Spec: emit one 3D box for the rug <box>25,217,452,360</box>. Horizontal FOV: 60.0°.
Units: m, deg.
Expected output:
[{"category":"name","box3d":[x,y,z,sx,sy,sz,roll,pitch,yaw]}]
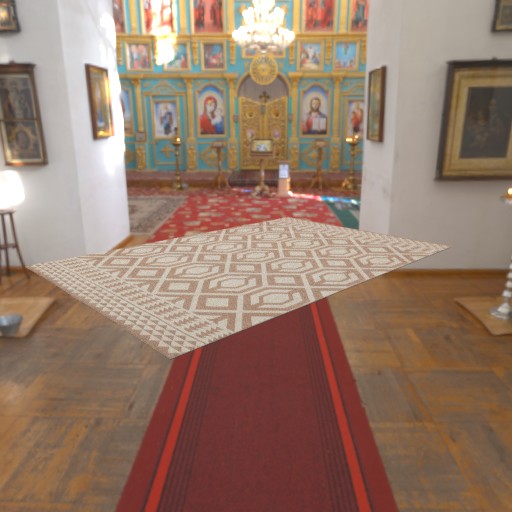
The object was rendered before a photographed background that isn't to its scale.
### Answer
[{"category":"rug","box3d":[0.000,0.000,2.264,1.829,0.008,1.219,-14,21,-42]}]
